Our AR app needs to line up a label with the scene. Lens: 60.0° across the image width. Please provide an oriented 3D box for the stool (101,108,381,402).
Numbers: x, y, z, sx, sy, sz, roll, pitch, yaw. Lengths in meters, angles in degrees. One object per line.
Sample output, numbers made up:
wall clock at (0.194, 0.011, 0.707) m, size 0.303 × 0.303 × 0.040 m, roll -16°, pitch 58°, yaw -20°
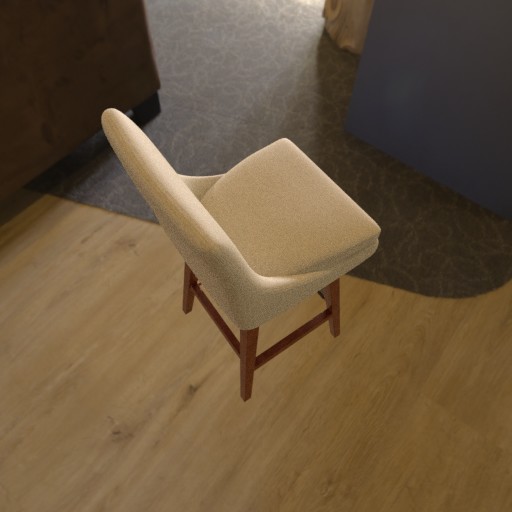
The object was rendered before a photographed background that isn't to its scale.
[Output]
stool at (0.000, 0.000, 1.385) m, size 0.559 × 1.092 × 0.470 m, roll -31°, pitch 63°, yaw -18°
